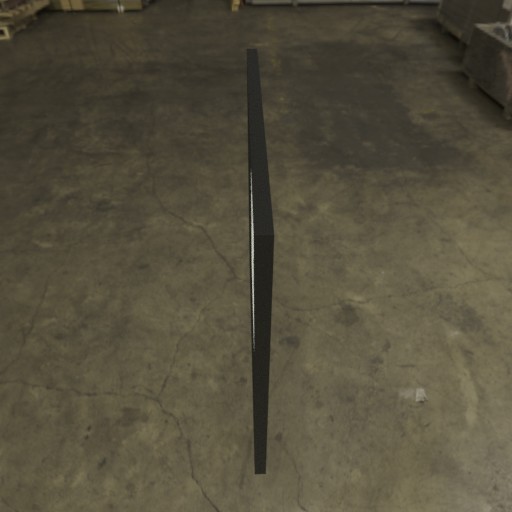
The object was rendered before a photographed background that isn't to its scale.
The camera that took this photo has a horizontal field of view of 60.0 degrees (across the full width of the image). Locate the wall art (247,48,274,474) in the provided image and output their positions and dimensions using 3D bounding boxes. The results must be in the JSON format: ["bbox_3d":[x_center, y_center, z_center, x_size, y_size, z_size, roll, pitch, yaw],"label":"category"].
[{"bbox_3d":[0.000,0.000,0.523,0.013,0.356,0.356,-1,42,-1],"label":"wall art"}]
